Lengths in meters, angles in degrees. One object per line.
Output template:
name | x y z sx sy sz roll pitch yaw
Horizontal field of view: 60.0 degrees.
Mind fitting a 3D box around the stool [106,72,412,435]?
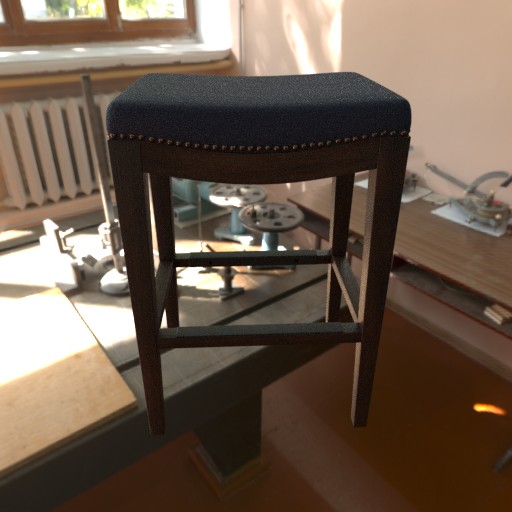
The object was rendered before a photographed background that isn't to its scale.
stool | 0.000 0.000 0.998 0.498 0.740 0.358 -1 29 -2
